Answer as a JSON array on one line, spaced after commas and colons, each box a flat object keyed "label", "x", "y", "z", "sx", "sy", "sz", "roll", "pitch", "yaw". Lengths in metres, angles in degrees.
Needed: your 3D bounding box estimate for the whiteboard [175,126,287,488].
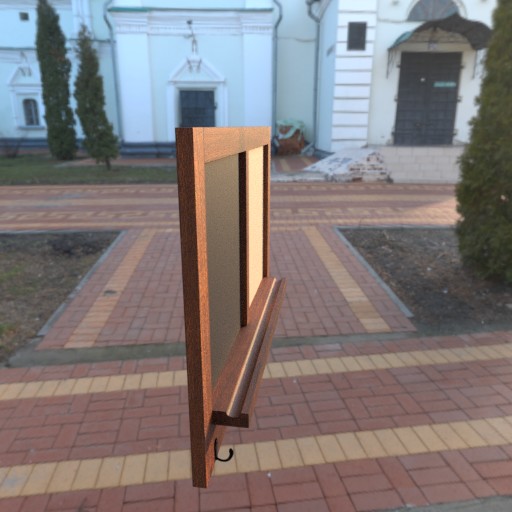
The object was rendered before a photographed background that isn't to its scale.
[{"label": "whiteboard", "x": 0.000, "y": 0.000, "z": 0.988, "sx": 0.083, "sy": 0.553, "sz": 0.768, "roll": 3, "pitch": 17, "yaw": 9}]
